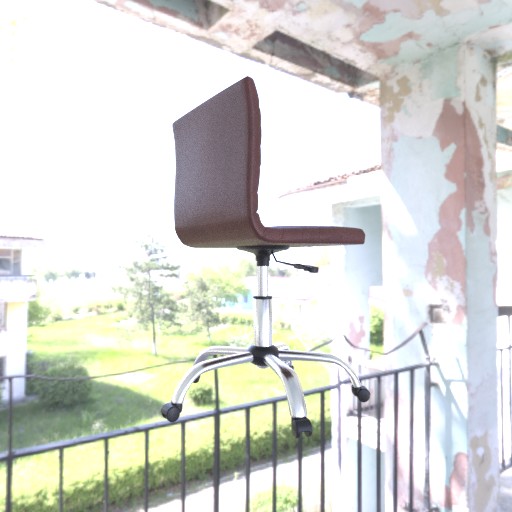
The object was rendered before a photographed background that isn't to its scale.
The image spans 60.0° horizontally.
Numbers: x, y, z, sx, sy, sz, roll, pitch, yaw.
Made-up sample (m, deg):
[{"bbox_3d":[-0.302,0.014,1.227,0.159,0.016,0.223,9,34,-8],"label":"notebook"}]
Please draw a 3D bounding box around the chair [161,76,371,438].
[{"bbox_3d":[0.000,0.000,1.194,0.530,0.780,0.556,1,-1,-35],"label":"chair"}]
